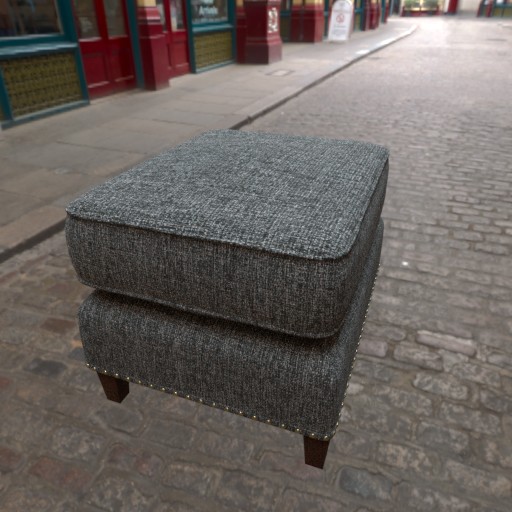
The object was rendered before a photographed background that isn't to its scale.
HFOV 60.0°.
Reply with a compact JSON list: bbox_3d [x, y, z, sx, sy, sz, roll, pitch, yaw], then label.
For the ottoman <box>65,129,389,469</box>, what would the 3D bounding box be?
[{"bbox_3d":[0.000,0.000,1.146,0.589,0.537,0.738,10,31,18],"label":"ottoman"}]
